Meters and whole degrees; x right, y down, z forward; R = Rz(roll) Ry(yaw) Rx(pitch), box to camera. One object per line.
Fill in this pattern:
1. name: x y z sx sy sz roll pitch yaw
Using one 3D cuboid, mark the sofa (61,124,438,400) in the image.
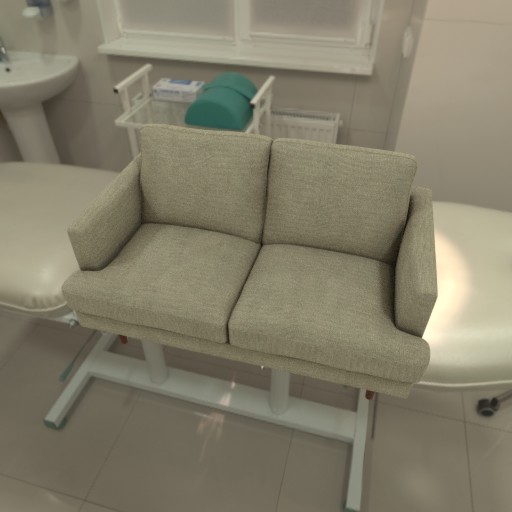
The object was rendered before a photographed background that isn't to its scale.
1. sofa: 0.000 0.000 2.121 1.582 0.944 0.903 10 42 11
